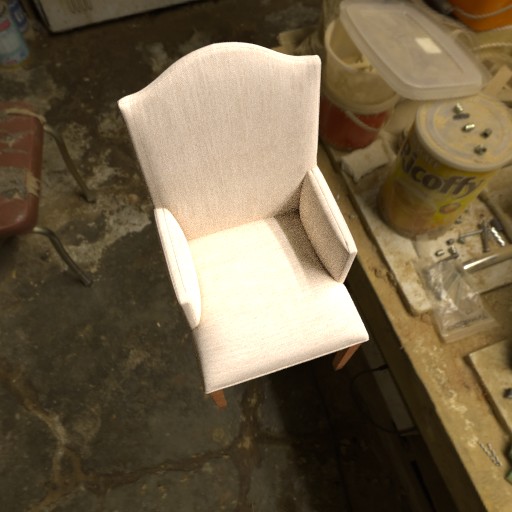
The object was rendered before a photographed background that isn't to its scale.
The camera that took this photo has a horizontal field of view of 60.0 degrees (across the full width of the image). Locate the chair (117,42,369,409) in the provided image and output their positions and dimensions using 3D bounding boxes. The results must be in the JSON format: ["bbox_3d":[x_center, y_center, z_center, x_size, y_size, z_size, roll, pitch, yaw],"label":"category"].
[{"bbox_3d":[0.000,0.000,1.340,0.533,1.016,0.641,-16,64,-8],"label":"chair"}]
